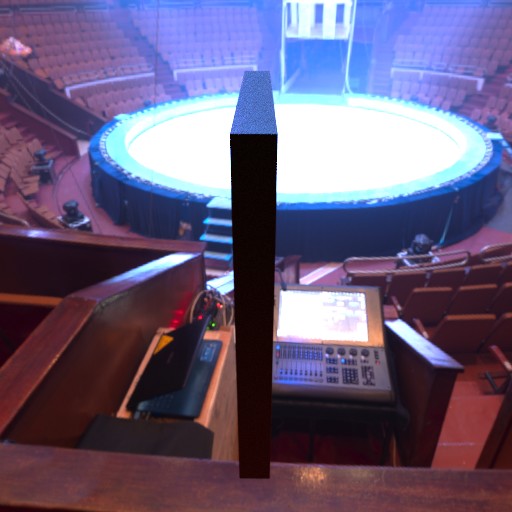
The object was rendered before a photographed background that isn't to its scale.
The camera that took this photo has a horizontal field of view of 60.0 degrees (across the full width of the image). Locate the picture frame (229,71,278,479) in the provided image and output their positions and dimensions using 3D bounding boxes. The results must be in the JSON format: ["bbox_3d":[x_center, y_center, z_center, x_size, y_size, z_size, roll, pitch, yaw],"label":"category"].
[{"bbox_3d":[0.000,0.000,0.538,0.034,0.378,0.328,0,30,0],"label":"picture frame"}]
